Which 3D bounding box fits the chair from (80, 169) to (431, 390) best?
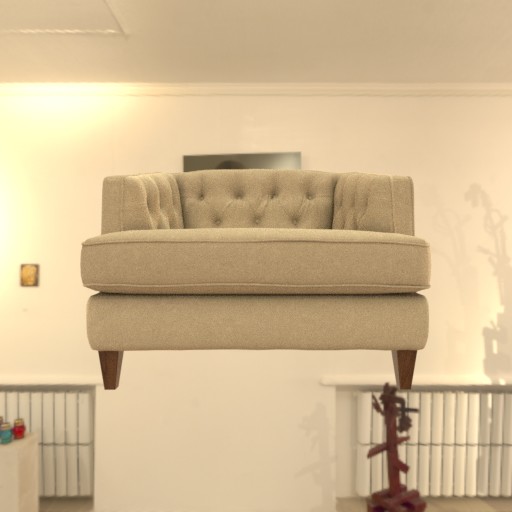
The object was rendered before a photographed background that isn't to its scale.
[{"bbox_3d":[0.000,0.000,1.783,1.104,0.852,0.941,0,0,0],"label":"chair"}]
